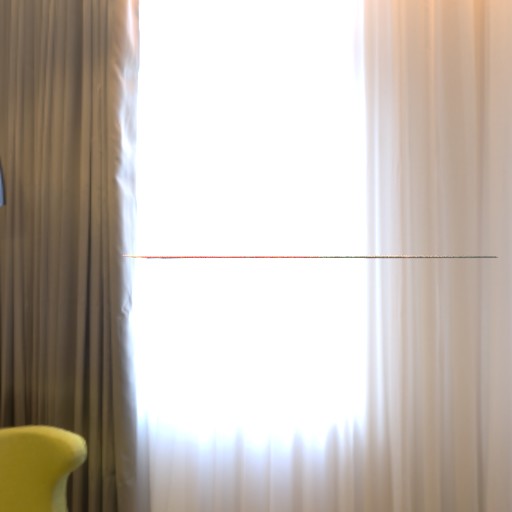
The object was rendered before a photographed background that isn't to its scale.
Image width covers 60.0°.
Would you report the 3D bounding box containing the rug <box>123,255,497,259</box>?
[{"bbox_3d":[0.000,0.000,3.628,2.007,0.013,2.896,0,0,-19],"label":"rug"}]
